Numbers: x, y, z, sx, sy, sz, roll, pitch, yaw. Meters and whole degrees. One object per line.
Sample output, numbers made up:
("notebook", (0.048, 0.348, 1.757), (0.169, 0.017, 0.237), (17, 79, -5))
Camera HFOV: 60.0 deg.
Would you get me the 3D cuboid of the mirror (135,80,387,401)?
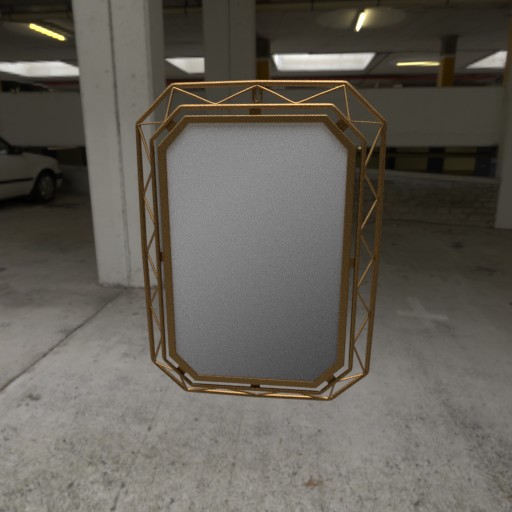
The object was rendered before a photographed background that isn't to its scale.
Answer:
("mirror", (0.000, 0.000, 0.756), (0.417, 0.566, 0.042), (2, 15, 6))
